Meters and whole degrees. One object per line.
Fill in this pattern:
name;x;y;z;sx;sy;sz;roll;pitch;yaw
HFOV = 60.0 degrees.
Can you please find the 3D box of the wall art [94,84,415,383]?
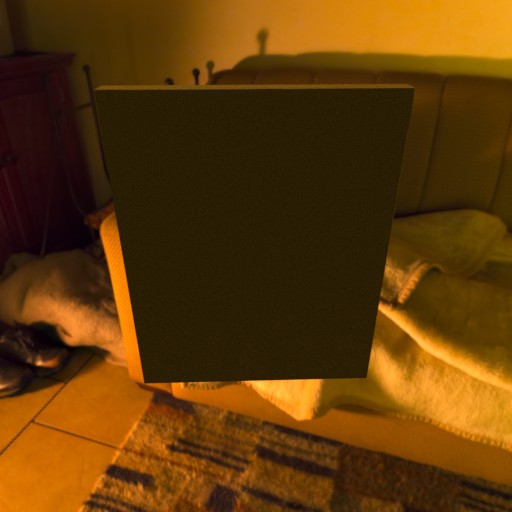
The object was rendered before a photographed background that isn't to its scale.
wall art;0.000;0.000;0.842;0.489;0.608;0.040;-1;30;-2
